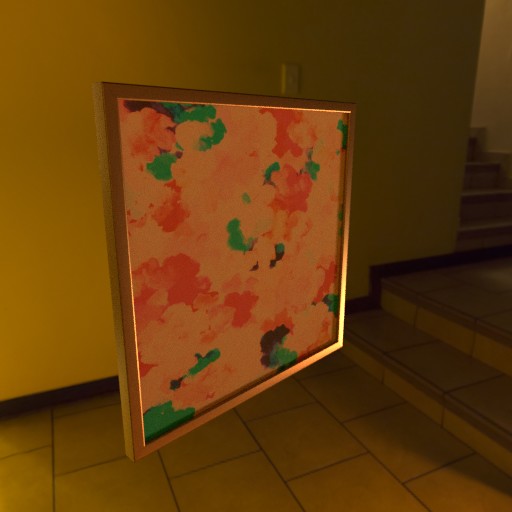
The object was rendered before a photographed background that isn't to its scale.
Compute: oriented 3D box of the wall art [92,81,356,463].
[{"bbox_3d":[0.000,0.000,1.120,0.767,0.765,0.036,-15,21,-43],"label":"wall art"}]
